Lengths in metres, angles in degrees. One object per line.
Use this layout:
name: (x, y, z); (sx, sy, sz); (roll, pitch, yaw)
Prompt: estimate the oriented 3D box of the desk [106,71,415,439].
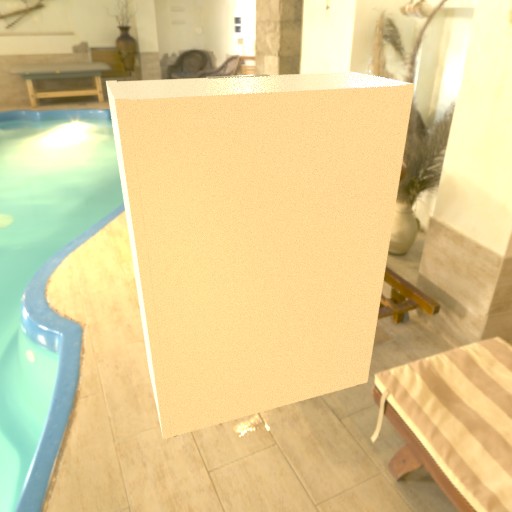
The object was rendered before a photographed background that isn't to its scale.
desk: (0.000, 0.000, 1.617); (0.850, 1.190, 0.390); (-10, 30, -17)
